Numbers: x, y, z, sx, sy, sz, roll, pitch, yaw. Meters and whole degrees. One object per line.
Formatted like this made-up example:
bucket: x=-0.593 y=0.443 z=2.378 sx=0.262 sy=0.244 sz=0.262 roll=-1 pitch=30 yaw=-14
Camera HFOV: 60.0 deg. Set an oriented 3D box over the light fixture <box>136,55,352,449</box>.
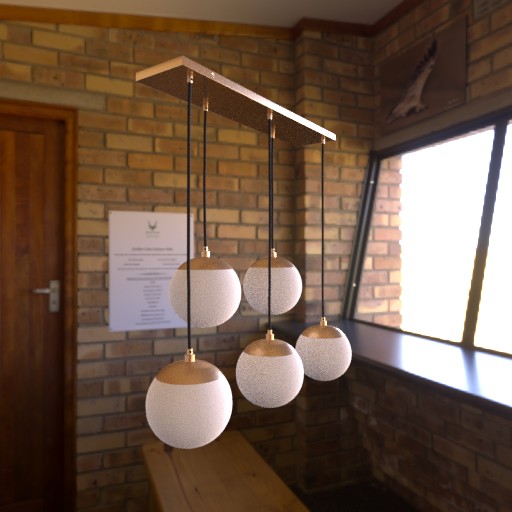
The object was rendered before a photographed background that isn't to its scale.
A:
light fixture: x=0.000 y=0.000 z=1.320 sx=0.299 sy=0.869 sz=0.863 roll=0 pitch=0 yaw=36
